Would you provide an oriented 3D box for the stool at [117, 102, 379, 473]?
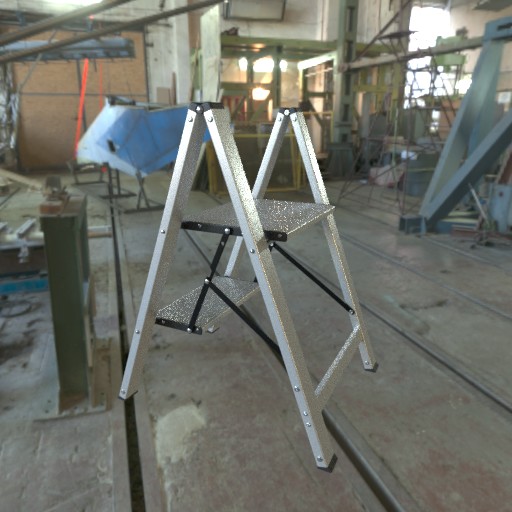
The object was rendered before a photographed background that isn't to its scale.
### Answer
[{"bbox_3d":[0.000,0.000,1.041,0.535,0.670,0.440,8,19,25],"label":"stool"}]
